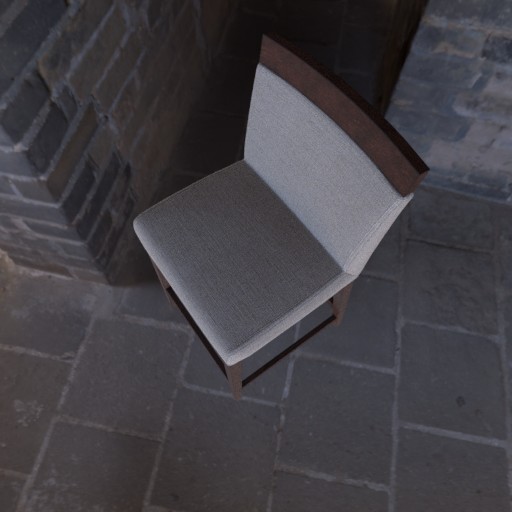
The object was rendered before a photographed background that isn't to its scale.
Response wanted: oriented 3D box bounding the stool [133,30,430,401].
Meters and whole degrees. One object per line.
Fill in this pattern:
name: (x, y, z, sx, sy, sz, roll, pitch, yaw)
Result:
stool: (0.000, 0.000, 1.334, 0.531, 1.009, 0.512, -33, 67, -16)
